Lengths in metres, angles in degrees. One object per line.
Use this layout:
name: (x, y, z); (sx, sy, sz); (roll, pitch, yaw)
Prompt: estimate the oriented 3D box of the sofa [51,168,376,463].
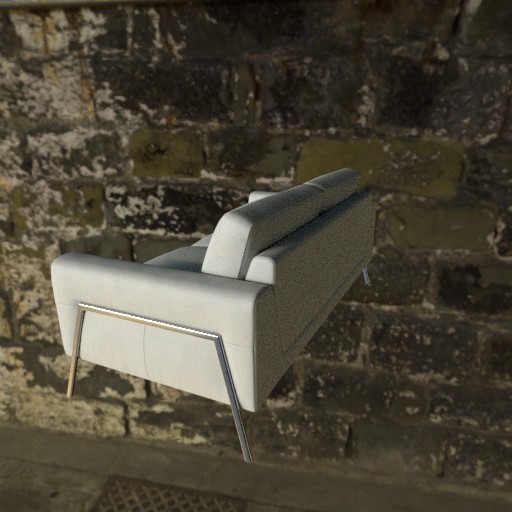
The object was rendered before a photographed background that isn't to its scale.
sofa: (0.000, 0.000, 2.533); (0.953, 0.875, 2.017); (8, 19, 24)
